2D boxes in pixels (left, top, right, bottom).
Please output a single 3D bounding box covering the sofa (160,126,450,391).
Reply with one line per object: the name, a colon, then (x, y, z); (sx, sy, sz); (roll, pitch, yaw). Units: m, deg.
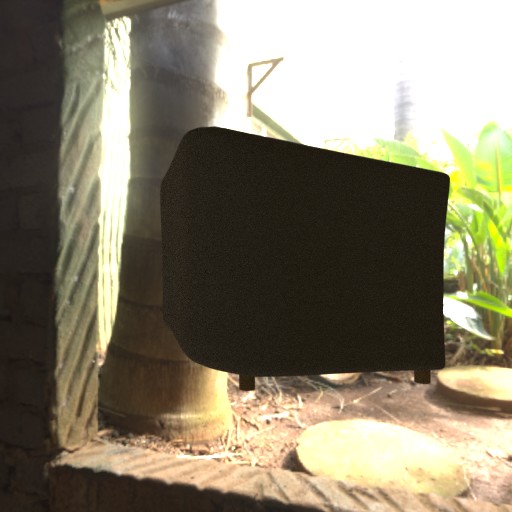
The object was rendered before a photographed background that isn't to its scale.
sofa: (0.000, 0.000, 1.804); (0.705, 0.721, 1.452); (0, -1, -16)
